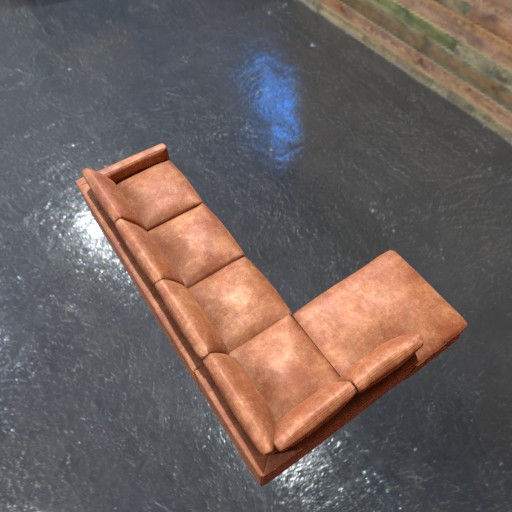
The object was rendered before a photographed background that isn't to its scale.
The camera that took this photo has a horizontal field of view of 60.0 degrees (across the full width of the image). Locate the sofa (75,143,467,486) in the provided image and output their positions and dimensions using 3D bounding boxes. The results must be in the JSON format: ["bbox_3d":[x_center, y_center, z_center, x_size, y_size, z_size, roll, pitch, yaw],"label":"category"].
[{"bbox_3d":[0.000,0.000,3.810,1.938,0.877,2.984,-30,62,-18],"label":"sofa"}]
